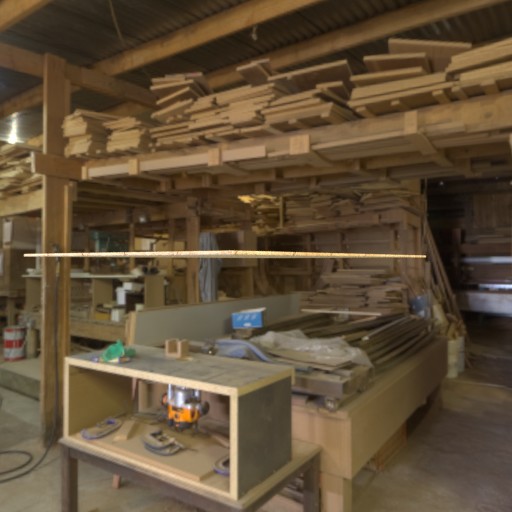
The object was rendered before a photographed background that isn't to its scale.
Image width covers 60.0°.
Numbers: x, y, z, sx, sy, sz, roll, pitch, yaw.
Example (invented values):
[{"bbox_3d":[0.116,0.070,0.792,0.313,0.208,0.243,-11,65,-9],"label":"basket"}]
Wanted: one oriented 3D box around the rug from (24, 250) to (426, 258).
[{"bbox_3d":[0.000,0.000,2.934,1.528,0.014,2.292,0,-1,37],"label":"rug"}]
